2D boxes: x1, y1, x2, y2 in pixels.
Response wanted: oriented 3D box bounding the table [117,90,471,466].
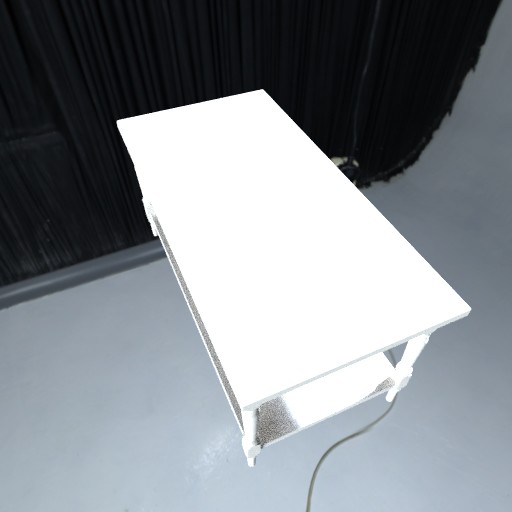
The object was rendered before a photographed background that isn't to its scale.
[{"bbox_3d":[0.000,0.000,1.431,0.550,0.510,1.107,-18,50,-16],"label":"table"}]
